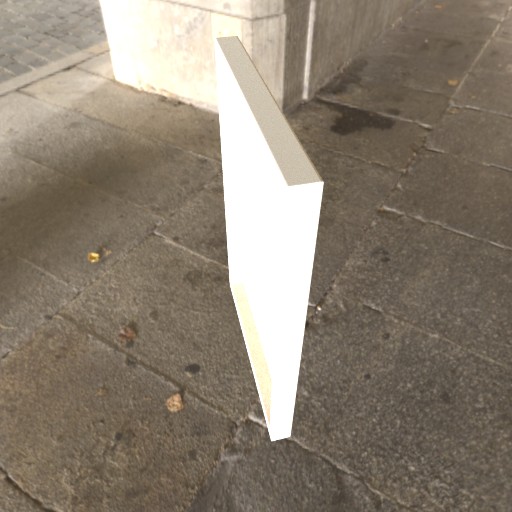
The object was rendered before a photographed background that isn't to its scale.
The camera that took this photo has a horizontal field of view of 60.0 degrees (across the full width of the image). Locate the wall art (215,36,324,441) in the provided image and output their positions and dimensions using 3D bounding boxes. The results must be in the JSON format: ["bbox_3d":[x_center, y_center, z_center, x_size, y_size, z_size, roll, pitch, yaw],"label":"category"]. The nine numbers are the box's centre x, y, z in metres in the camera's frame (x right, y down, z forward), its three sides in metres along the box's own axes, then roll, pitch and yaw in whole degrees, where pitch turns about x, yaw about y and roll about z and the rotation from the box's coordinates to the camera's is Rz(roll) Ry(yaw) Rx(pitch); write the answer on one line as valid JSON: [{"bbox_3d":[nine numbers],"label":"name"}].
[{"bbox_3d":[0.000,0.000,0.798,0.038,0.608,0.418,-10,46,-10],"label":"wall art"}]
